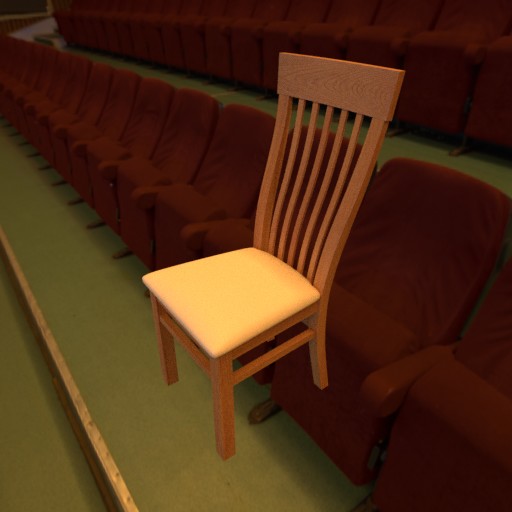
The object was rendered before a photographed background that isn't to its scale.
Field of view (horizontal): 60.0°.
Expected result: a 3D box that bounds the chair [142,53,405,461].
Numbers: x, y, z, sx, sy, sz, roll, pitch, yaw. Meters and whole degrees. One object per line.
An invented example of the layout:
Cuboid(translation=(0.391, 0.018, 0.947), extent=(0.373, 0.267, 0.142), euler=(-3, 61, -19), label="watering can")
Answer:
Cuboid(translation=(0.000, 0.000, 1.339), extent=(0.580, 1.050, 0.450), euler=(-21, 37, -31), label="chair")
